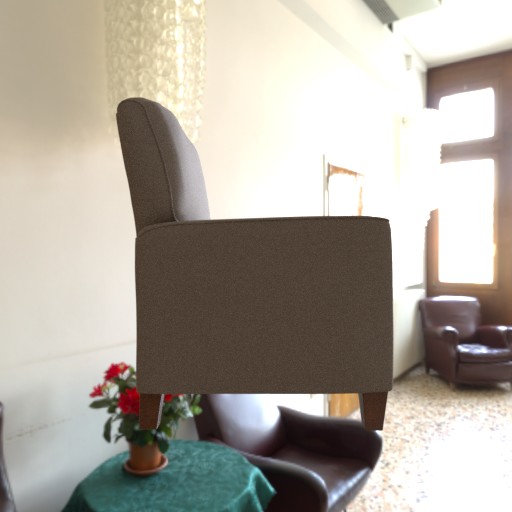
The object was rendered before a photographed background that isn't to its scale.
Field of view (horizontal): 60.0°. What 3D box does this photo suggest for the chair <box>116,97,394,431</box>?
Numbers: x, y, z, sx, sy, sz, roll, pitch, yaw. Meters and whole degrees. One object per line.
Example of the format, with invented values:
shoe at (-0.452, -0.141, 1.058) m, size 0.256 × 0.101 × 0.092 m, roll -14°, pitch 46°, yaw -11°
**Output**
chair at (0.000, 0.000, 1.676) m, size 0.859 × 1.023 × 0.845 m, roll 0°, pitch 0°, yaw 0°
